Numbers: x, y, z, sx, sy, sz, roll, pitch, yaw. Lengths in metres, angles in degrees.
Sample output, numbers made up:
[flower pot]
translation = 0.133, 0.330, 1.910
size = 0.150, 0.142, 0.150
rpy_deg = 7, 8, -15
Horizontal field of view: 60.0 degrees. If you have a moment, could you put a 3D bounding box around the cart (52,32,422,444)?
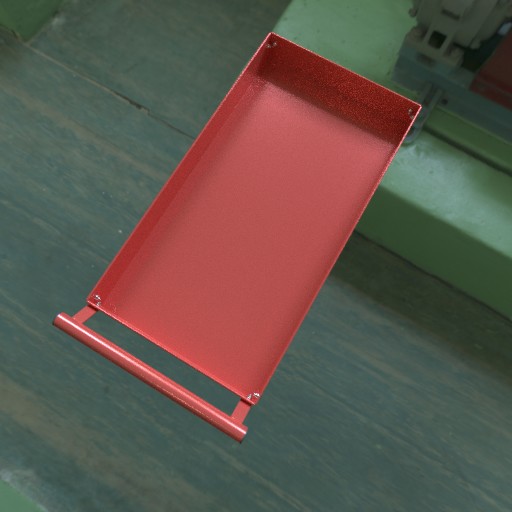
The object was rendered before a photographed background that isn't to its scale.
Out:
[cart]
translation = 0.000, 0.000, 1.161
size = 0.366, 0.780, 0.719
rpy_deg = 30, 77, 7
